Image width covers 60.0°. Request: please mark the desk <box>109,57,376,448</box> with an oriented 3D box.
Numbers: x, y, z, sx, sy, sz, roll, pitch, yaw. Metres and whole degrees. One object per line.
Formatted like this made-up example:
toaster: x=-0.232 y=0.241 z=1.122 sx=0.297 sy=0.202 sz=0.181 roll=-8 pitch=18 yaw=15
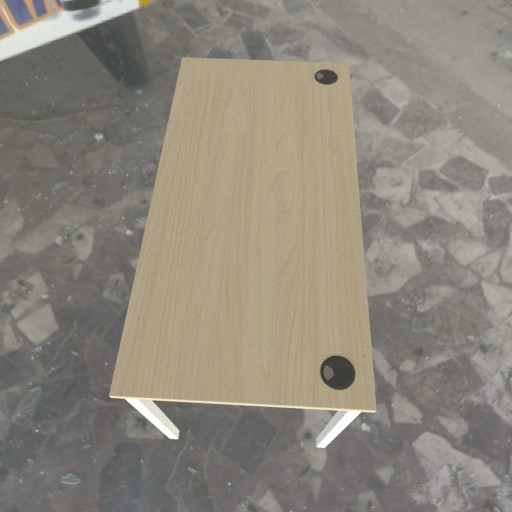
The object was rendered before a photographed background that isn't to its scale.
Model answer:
desk: x=0.000 y=0.000 z=1.614 sx=0.600 sy=0.750 sz=1.200 roll=3 pitch=60 yaw=2
